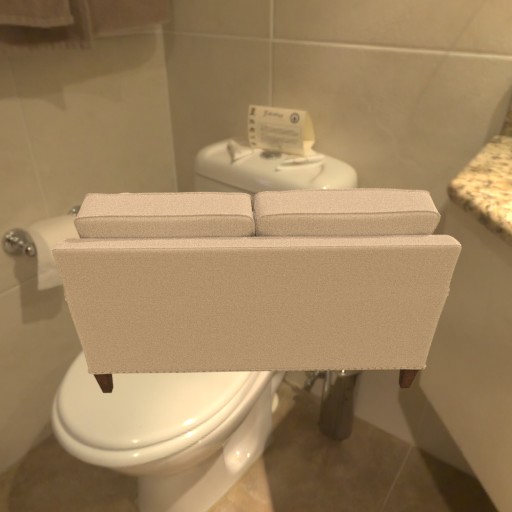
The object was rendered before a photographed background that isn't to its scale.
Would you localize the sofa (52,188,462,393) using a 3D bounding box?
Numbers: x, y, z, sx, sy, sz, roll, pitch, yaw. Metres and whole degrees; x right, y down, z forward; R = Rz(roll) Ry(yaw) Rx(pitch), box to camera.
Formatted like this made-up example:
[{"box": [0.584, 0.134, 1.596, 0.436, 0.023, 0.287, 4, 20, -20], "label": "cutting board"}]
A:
[{"box": [0.000, 0.000, 2.246, 1.597, 1.003, 1.084, -1, 31, -1], "label": "sofa"}]
